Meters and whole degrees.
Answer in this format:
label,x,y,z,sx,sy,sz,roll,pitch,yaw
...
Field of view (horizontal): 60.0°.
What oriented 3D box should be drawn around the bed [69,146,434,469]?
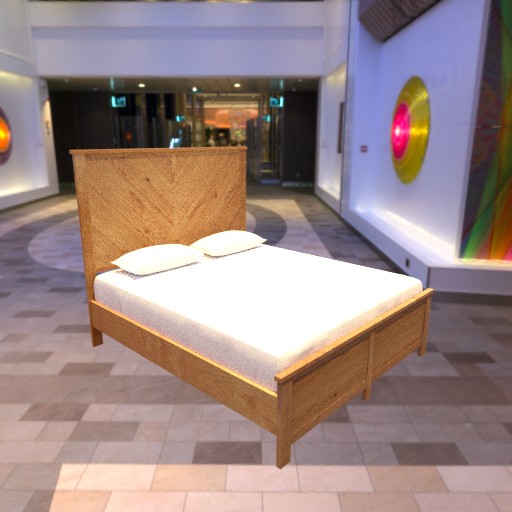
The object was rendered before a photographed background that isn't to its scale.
label,x,y,z,sx,sy,sz,roll,pitch,yaw
bed,0.000,0.000,4.181,2.530,1.938,2.225,14,20,42
